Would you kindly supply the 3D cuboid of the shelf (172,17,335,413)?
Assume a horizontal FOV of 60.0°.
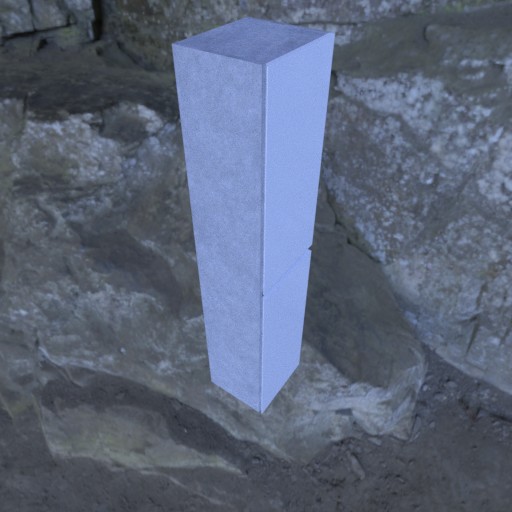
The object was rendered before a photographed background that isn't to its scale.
[{"bbox_3d":[0.000,0.000,1.531,0.270,1.400,0.300,25,47,26],"label":"shelf"}]
